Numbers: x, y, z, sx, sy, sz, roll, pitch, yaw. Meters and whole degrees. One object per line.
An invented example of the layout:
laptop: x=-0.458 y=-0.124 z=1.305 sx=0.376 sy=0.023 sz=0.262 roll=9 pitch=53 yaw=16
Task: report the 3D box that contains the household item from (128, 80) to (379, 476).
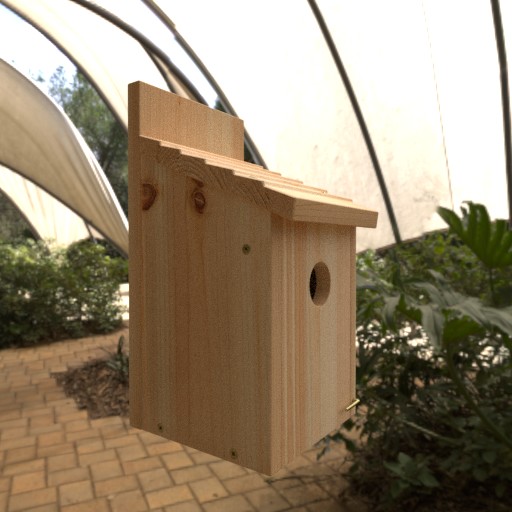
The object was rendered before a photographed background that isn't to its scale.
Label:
household item: x=0.000 y=0.000 z=0.397 sx=0.171 sy=0.300 sz=0.149 roll=1 pitch=1 yaw=36
